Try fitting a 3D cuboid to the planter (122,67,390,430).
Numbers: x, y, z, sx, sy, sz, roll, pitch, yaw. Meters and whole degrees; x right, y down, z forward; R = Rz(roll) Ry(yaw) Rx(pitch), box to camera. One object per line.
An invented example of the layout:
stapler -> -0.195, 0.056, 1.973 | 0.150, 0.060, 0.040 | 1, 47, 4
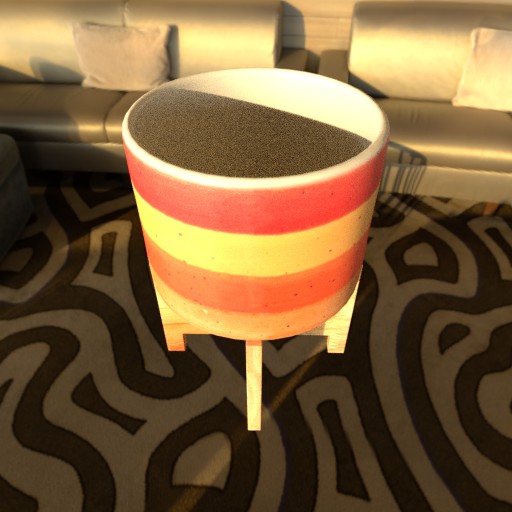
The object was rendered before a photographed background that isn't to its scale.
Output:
planter -> 0.000, 0.000, 0.559 | 0.269, 0.379, 0.269 | 0, 42, 0
